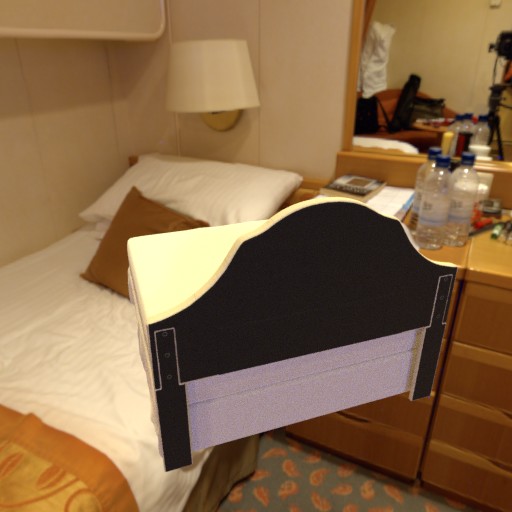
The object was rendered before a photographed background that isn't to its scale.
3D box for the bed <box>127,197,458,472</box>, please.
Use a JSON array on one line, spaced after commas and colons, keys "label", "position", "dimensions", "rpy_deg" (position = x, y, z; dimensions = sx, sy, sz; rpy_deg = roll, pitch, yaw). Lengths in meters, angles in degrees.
[{"label": "bed", "position": [0.000, 0.000, 3.578], "dimensions": [2.008, 1.615, 2.214], "rpy_deg": [-9, 27, -18]}]
